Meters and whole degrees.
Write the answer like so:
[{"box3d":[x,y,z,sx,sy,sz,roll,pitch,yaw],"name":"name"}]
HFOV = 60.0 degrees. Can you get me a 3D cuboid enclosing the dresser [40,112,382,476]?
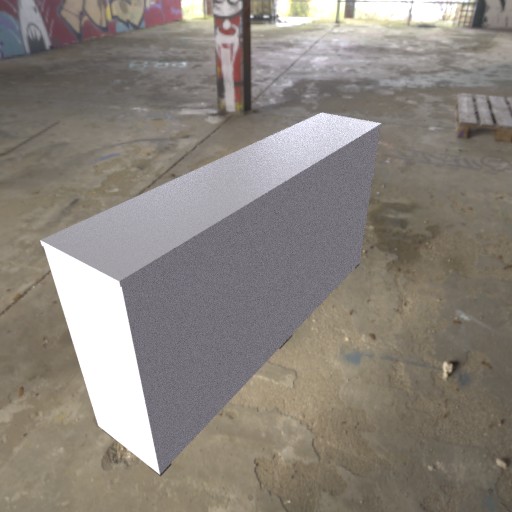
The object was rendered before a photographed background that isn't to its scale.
[{"box3d":[0.000,0.000,1.834,0.333,0.790,1.535,21,39,29],"name":"dresser"}]
